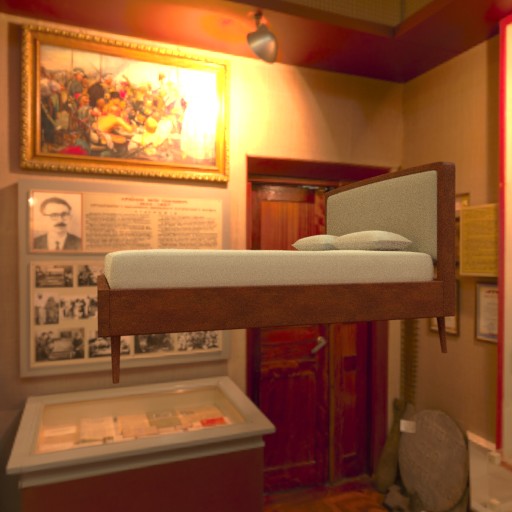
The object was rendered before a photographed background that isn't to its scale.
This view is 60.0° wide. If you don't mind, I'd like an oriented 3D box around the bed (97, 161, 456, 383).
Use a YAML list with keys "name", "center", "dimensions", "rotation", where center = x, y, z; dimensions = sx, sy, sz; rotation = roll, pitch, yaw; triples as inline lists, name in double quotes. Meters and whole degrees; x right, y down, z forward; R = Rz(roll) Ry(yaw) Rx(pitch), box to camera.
- name: "bed"
  center: [0.000, 0.000, 3.262]
  dimensions: [2.196, 1.275, 1.587]
  rotation: [0, 0, -20]
